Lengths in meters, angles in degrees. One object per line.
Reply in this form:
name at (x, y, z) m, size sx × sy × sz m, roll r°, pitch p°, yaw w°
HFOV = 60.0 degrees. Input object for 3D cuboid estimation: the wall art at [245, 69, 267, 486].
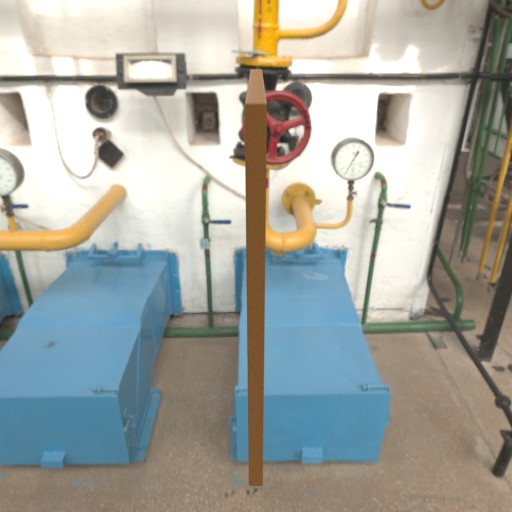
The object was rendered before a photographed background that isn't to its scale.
wall art at (0.000, 0.000, 0.744) m, size 0.021 × 0.550 × 0.449 m, roll 0°, pitch 27°, yaw 0°
